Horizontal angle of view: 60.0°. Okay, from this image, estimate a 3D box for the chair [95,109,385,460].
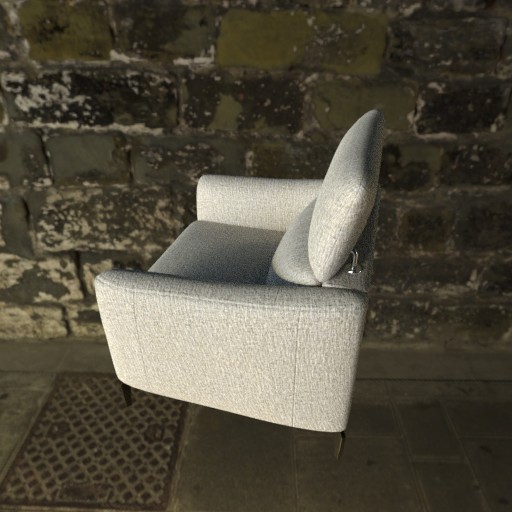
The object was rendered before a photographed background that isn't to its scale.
[{"bbox_3d":[0.000,0.000,1.660,0.835,0.967,0.972,8,33,14],"label":"chair"}]
